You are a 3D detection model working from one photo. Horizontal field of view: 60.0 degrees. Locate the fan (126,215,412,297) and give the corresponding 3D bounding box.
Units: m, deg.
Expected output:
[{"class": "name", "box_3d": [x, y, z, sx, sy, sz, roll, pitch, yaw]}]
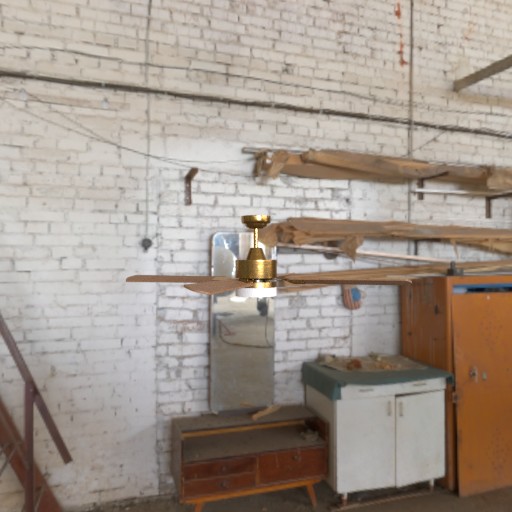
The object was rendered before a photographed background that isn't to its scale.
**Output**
[{"class": "fan", "box_3d": [0.000, 0.000, 1.989, 1.320, 0.355, 1.320, 0, 0, 17]}]
